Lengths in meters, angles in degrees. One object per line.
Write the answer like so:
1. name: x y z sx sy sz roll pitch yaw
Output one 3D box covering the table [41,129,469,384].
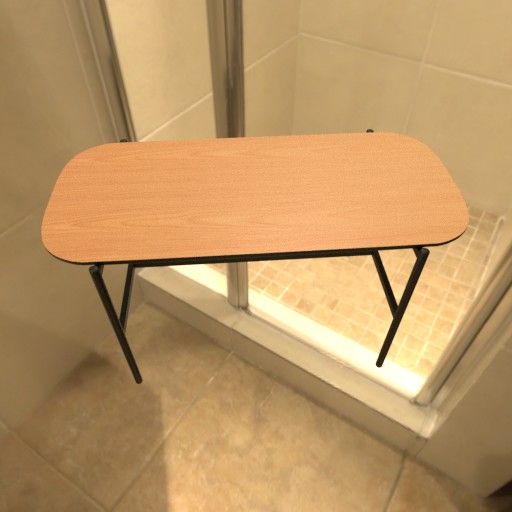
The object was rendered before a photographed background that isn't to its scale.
1. table: 0.000 0.000 1.027 0.800 0.400 0.400 -3 47 -3
